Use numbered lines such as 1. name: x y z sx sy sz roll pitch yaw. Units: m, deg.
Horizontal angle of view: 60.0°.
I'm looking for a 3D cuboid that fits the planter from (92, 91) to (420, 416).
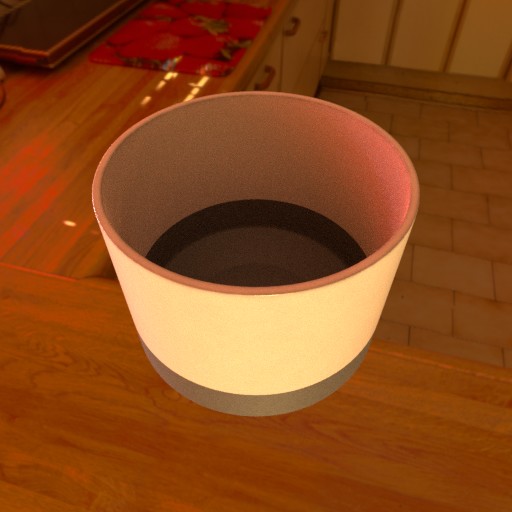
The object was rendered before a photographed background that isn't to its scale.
1. planter: 0.000 0.000 0.217 0.128 0.105 0.128 0 48 0
